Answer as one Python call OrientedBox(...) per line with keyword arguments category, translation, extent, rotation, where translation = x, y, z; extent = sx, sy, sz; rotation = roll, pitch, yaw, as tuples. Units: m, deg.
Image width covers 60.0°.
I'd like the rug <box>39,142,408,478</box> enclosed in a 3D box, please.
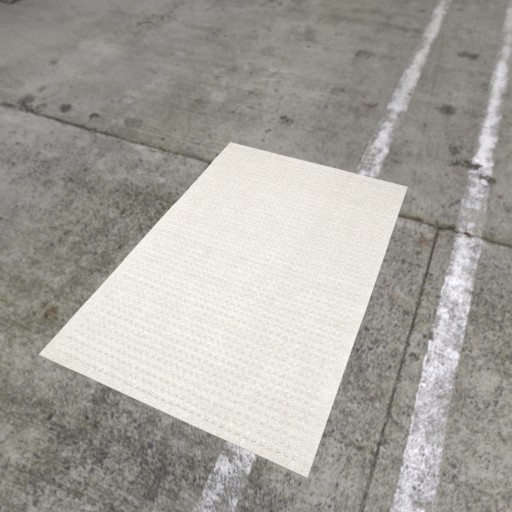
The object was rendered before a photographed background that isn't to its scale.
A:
OrientedBox(category="rug", translation=(0.000, 0.000, 2.880), extent=(1.523, 0.006, 2.289), rotation=(18, 49, 16))
